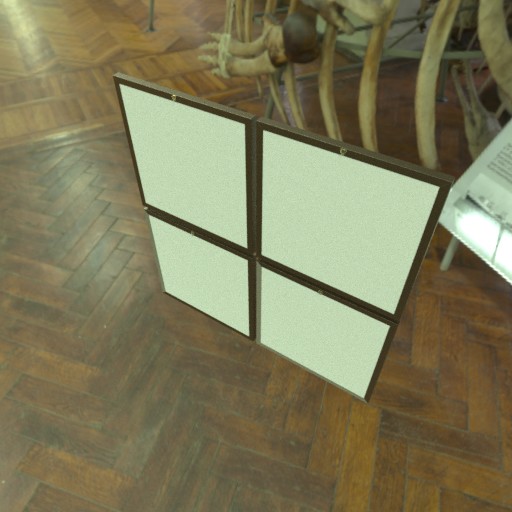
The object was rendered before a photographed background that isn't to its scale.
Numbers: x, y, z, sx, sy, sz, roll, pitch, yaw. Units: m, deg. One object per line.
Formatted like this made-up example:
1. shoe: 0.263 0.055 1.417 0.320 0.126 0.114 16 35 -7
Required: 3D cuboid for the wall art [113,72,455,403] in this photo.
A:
1. wall art: 0.000 0.000 1.535 1.032 1.032 0.030 24 50 22
